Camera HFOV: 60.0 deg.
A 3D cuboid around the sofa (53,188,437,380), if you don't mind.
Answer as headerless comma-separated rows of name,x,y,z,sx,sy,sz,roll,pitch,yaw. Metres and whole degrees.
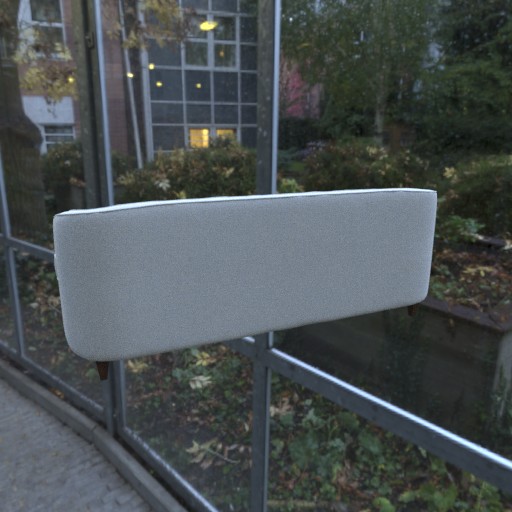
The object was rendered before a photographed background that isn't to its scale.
sofa,0.000,0.000,2.742,2.278,0.855,0.941,-7,16,-23
